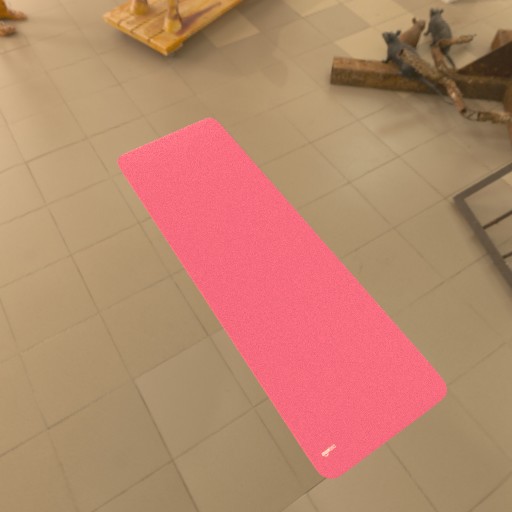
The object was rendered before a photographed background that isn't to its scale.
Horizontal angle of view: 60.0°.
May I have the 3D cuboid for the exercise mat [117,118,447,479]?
[{"bbox_3d":[0.000,0.000,2.064,0.616,0.021,1.884,-29,62,-17],"label":"exercise mat"}]
